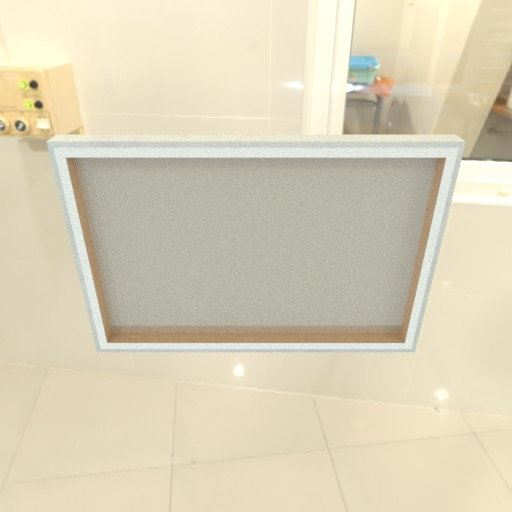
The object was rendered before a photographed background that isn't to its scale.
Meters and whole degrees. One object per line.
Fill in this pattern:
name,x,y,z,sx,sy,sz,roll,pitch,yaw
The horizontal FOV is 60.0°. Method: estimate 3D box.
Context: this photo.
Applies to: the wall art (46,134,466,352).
wall art,0.000,0.000,0.762,0.609,0.407,0.038,0,31,0
